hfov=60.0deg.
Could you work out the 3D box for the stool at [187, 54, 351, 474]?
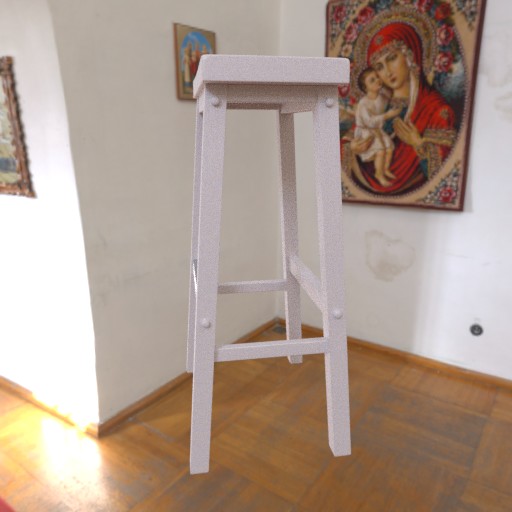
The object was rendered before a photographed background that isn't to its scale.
[{"bbox_3d":[0.000,0.000,0.962,0.322,0.742,0.406,-3,16,-9],"label":"stool"}]
